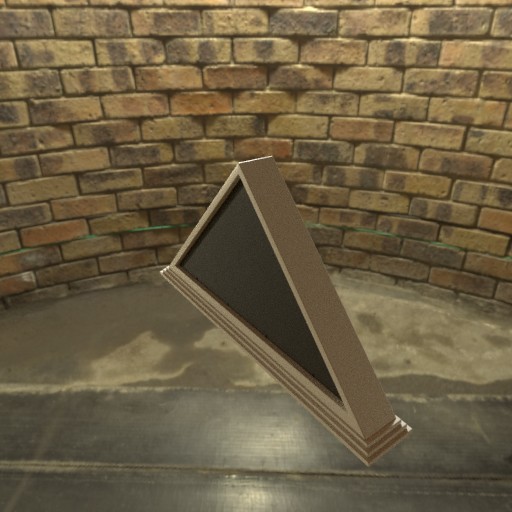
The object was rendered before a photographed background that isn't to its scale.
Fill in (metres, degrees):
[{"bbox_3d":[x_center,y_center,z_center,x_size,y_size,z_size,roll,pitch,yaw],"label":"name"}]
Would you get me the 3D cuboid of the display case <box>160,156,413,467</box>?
[{"bbox_3d":[0.000,0.000,0.769,0.095,0.340,0.640,-19,34,-32],"label":"display case"}]
